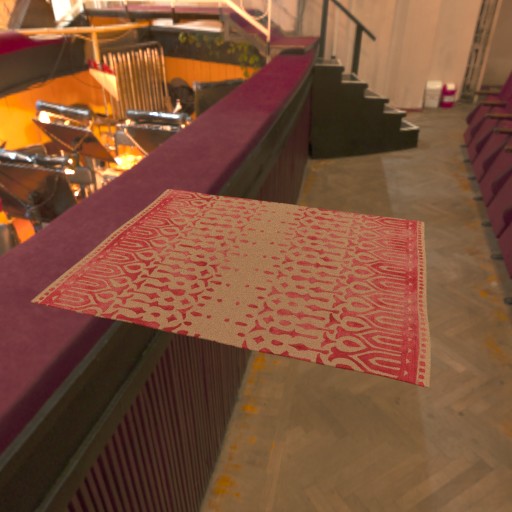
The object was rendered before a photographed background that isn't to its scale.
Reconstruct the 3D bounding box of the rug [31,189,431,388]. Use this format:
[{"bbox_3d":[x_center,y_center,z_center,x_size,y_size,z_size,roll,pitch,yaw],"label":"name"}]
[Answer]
[{"bbox_3d":[0.000,0.000,4.192,3.095,0.016,2.441,9,33,15],"label":"rug"}]
